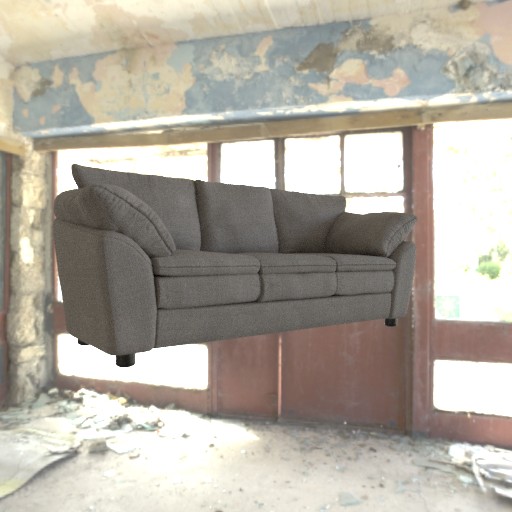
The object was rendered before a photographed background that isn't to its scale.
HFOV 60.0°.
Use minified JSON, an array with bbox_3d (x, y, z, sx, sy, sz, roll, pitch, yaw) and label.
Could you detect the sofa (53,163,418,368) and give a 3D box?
[{"bbox_3d":[0.000,0.000,2.828,2.334,0.996,0.878,0,0,-37],"label":"sofa"}]
